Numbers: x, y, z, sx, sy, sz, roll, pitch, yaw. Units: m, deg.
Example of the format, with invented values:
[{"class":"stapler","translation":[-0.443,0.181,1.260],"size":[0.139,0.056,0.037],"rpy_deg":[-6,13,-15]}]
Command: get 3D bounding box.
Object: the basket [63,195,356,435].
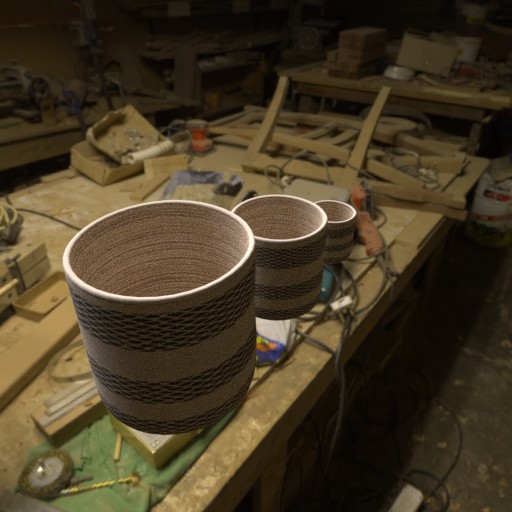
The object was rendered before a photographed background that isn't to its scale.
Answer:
[{"class":"basket","translation":[0.000,0.000,1.101],"size":[0.351,0.356,0.917],"rpy_deg":[22,39,31]}]
